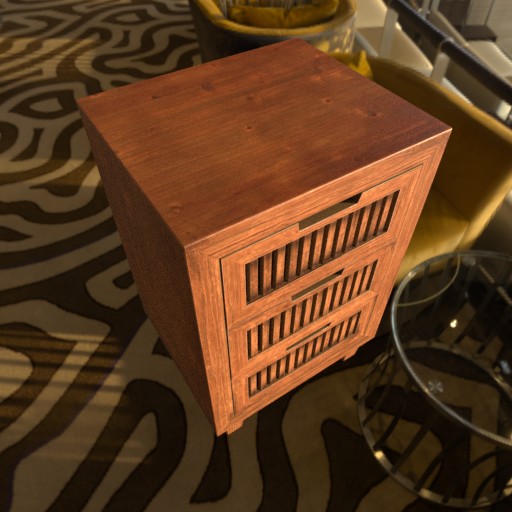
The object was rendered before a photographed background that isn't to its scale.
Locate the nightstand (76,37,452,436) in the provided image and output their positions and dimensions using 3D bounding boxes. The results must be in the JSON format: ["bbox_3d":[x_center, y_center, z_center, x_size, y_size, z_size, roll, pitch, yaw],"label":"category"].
[{"bbox_3d":[0.000,0.000,0.975,0.465,0.695,0.410,-26,53,-21],"label":"nightstand"}]
